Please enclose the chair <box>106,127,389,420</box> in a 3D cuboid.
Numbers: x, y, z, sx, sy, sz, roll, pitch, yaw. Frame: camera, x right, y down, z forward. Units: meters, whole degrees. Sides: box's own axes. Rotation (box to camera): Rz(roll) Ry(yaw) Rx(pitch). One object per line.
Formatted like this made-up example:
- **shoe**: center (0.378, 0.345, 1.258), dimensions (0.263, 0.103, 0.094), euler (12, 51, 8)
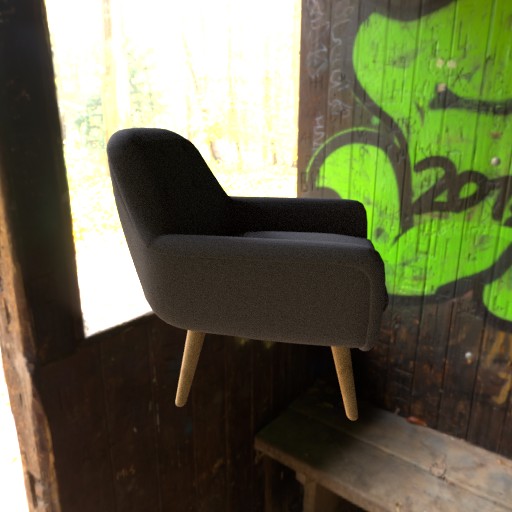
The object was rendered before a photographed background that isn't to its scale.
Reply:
- **chair**: center (0.000, 0.000, 1.437), dimensions (0.779, 0.800, 0.770), euler (3, 16, 10)
